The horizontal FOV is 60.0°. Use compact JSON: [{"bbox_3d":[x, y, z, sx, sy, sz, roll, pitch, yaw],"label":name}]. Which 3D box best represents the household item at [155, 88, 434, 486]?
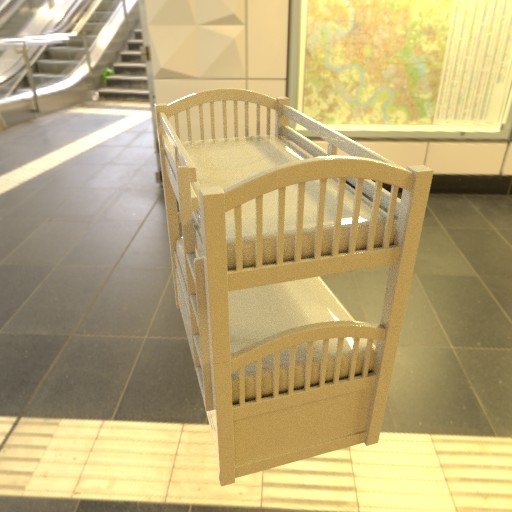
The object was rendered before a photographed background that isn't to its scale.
[{"bbox_3d":[0.000,0.000,3.243,1.143,2.032,2.032,-8,30,-15],"label":"household item"}]
